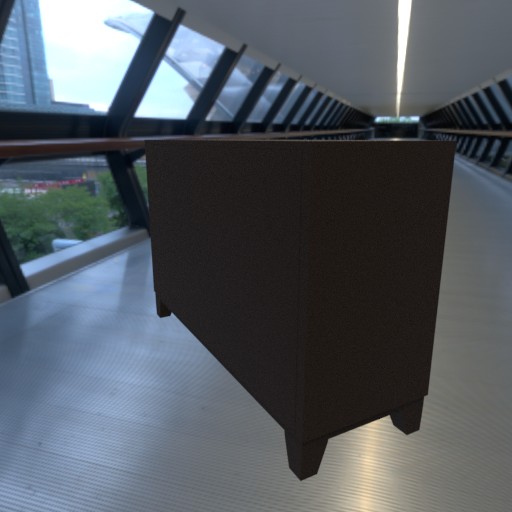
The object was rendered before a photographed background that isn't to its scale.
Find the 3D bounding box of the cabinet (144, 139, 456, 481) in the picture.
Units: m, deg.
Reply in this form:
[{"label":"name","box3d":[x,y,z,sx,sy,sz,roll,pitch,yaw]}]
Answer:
[{"label":"cabinet","box3d":[0.000,0.000,1.805,0.482,0.914,1.396,-8,17,-28]}]
